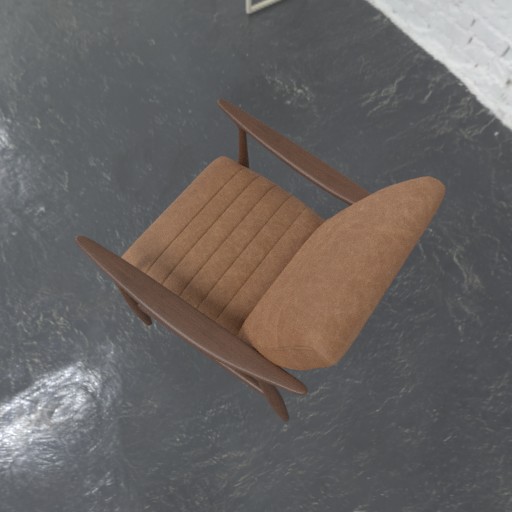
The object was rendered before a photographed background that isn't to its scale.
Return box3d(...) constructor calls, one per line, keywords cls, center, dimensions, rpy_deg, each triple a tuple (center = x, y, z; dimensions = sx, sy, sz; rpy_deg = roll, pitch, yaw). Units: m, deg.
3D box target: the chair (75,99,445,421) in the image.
box3d(cls="chair", center=(0.000, 0.000, 1.456), dimensions=(0.798, 0.832, 0.741), rpy_deg=(33, 68, 15))
